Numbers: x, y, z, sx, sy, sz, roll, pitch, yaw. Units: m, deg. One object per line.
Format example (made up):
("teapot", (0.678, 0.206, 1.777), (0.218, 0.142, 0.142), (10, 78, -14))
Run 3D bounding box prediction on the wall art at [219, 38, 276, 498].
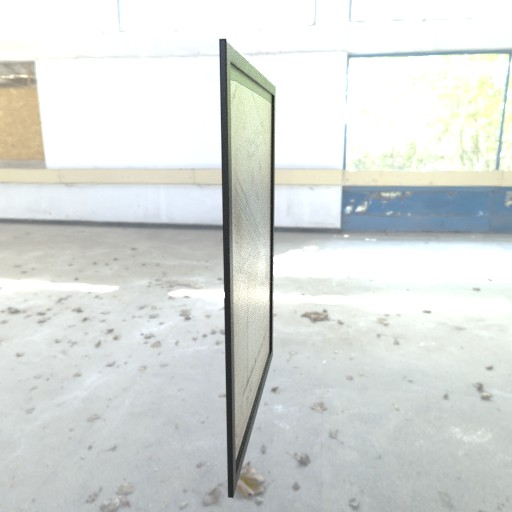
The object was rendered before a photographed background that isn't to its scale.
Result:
("wall art", (0.000, 0.000, 1.235), (0.013, 0.967, 0.707), (2, 15, 9))
